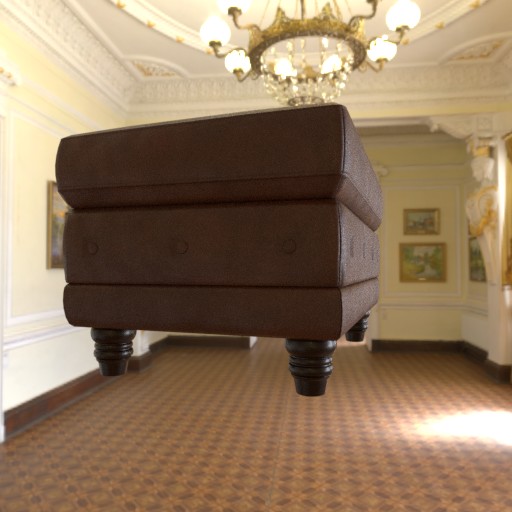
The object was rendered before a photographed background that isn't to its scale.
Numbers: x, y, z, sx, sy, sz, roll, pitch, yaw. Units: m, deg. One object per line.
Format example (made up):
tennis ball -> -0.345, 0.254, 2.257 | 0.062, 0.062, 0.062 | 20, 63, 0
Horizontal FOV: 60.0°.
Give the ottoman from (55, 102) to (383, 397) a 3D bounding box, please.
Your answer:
ottoman -> 0.000, 0.000, 1.150 | 0.588, 0.509, 0.795 | -1, -2, 20
